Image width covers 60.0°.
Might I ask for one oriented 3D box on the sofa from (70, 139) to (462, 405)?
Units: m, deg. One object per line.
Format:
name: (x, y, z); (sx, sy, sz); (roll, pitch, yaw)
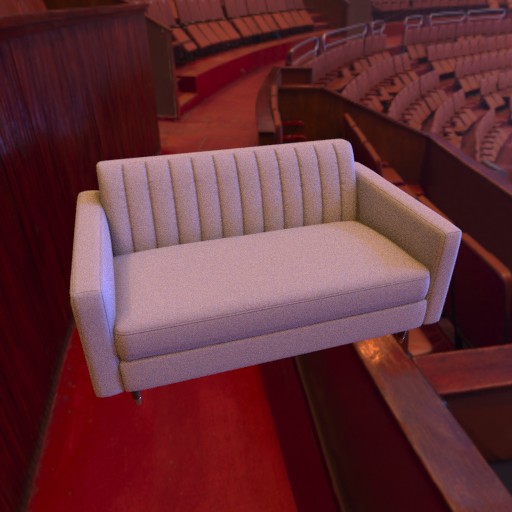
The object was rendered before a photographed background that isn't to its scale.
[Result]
sofa: (0.000, 0.000, 2.165); (1.585, 0.801, 0.950); (-9, 32, -15)
